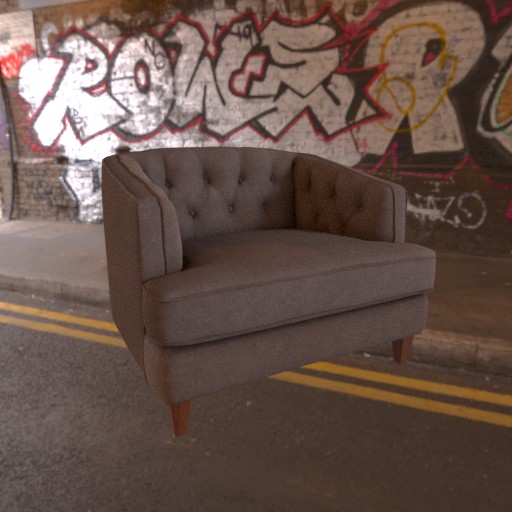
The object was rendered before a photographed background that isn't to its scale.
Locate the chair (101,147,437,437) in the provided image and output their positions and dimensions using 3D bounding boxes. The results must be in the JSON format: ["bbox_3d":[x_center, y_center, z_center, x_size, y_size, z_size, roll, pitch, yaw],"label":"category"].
[{"bbox_3d":[0.000,0.000,1.780,1.104,0.852,0.941,-8,16,-28],"label":"chair"}]
